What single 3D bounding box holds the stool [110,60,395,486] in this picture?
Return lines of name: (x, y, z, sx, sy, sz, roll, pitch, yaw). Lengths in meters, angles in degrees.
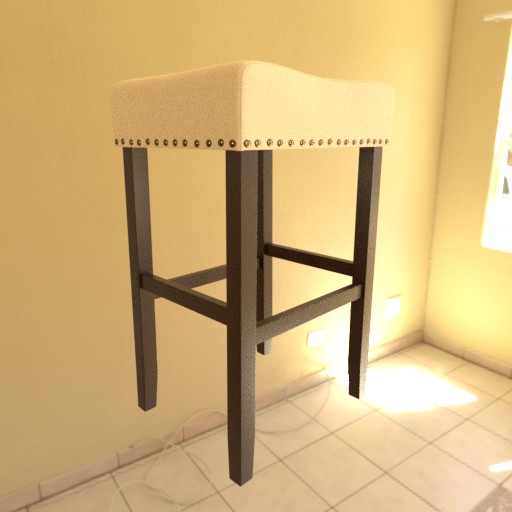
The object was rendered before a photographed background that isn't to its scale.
stool: (0.000, 0.000, 1.028, 0.401, 0.762, 0.471, 14, 21, 43)
